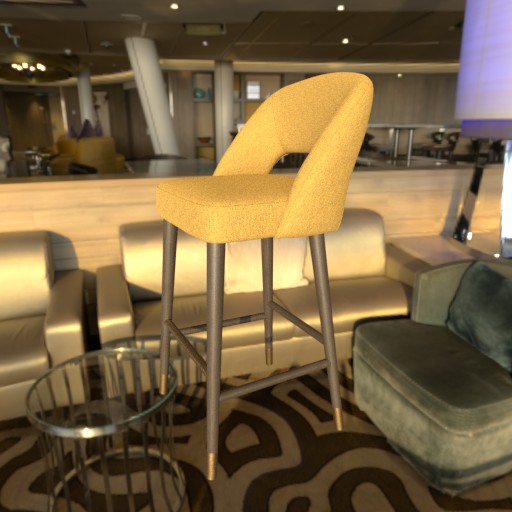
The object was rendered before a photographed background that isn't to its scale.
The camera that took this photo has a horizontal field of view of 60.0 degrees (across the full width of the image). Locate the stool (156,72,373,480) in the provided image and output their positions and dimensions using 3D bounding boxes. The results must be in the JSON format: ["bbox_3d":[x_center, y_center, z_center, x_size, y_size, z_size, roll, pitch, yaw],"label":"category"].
[{"bbox_3d":[0.000,0.000,1.318,0.522,1.032,0.536,-8,18,-27],"label":"stool"}]
